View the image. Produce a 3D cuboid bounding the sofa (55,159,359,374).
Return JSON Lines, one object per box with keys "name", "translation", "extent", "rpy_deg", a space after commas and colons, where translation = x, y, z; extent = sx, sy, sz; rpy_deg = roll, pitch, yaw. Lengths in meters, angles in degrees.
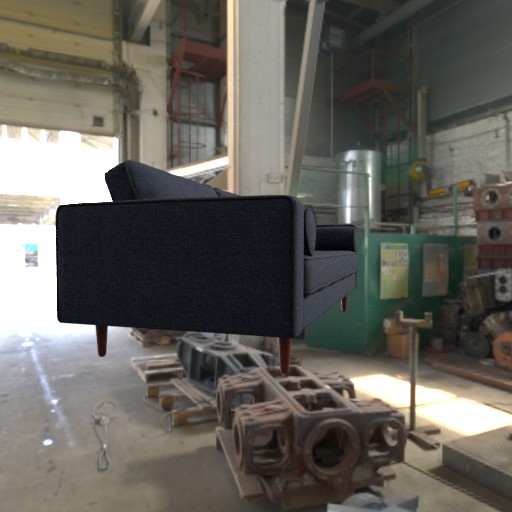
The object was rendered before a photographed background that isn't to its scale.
{"name": "sofa", "translation": [0.000, 0.000, 2.335], "extent": [0.914, 0.762, 1.880], "rpy_deg": [0, 1, 19]}
